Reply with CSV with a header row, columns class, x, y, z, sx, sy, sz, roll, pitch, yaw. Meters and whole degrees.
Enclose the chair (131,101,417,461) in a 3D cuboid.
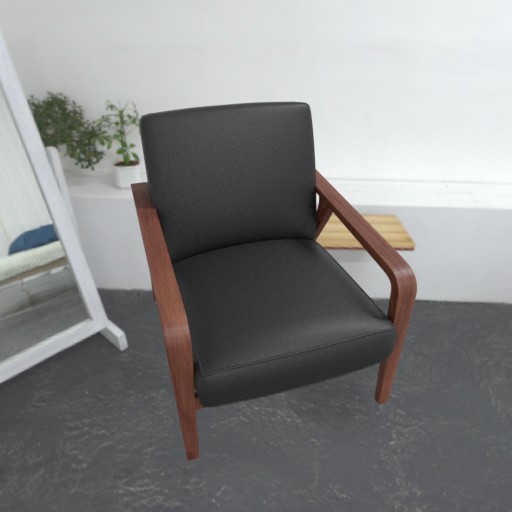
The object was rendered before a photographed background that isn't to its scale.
class,x,y,z,sx,sy,sz,roll,pitch,yaw
chair,0.000,0.000,1.505,0.719,0.861,0.889,-10,34,-15
